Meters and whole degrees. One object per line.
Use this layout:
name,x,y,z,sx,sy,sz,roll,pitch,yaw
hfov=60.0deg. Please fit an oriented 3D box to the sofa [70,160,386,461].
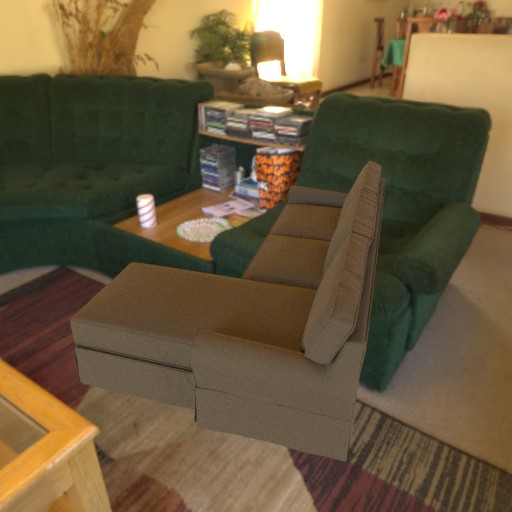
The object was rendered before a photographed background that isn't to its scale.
sofa,0.000,0.000,3.339,1.733,0.978,2.475,8,30,14
